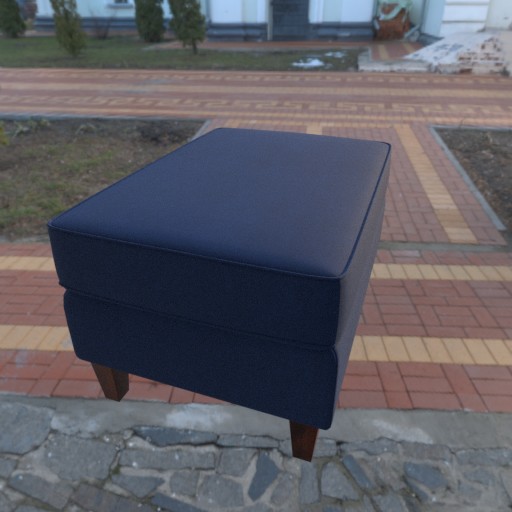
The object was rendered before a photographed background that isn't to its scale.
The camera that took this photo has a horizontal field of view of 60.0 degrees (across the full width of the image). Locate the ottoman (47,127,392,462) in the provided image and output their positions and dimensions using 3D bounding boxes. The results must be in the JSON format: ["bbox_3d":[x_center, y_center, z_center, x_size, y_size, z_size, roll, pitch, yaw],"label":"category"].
[{"bbox_3d":[0.000,0.000,1.373,0.686,0.584,0.965,10,31,17],"label":"ottoman"}]
